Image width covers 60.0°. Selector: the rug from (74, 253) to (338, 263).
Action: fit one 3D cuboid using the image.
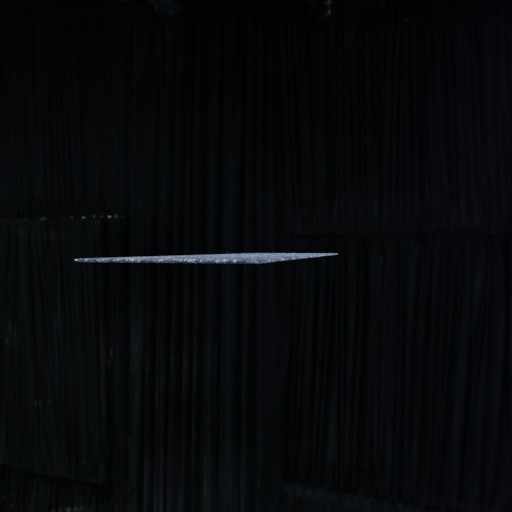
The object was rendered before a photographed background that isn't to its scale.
[{"bbox_3d":[0.000,0.000,2.607,0.719,0.013,2.306,0,1,16],"label":"rug"}]
